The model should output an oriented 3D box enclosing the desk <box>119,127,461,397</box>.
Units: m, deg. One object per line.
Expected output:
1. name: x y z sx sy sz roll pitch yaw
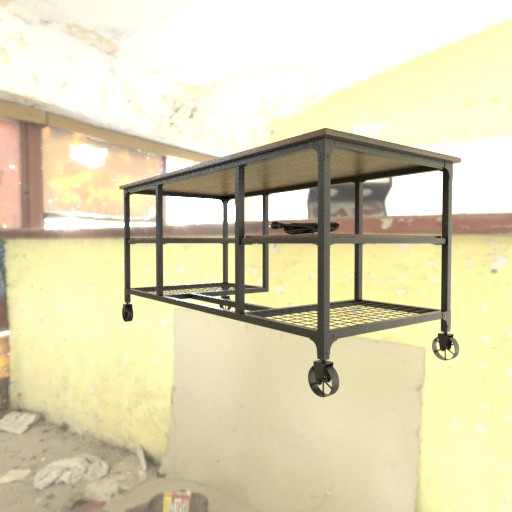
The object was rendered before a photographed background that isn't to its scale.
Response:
1. desk: 0.000 0.000 2.048 0.711 0.751 1.590 -1 2 -37
